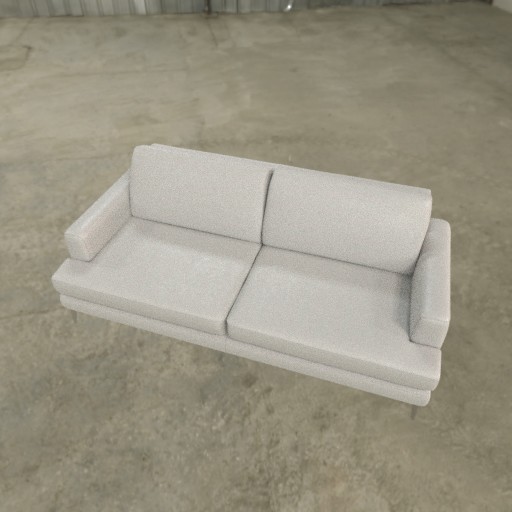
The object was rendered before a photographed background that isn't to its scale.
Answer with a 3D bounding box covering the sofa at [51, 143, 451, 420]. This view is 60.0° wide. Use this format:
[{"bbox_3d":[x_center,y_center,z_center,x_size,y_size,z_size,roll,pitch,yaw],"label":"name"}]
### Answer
[{"bbox_3d":[0.000,0.000,2.385,1.940,0.765,0.974,12,44,13],"label":"sofa"}]
